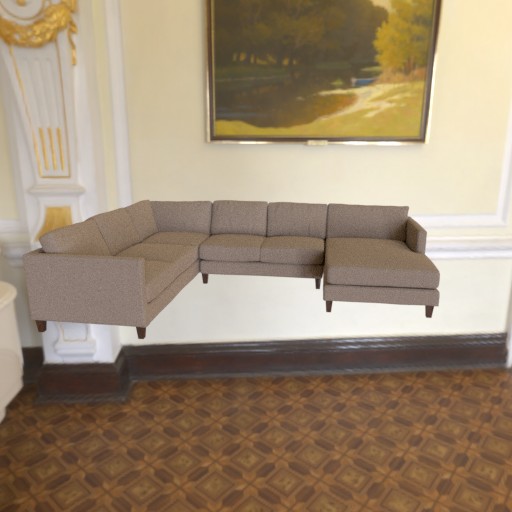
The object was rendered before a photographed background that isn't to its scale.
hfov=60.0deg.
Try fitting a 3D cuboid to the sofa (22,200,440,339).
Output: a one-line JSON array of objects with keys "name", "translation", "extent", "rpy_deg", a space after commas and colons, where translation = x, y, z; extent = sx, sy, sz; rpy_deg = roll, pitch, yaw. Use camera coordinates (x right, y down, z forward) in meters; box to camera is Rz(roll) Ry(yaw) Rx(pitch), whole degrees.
[{"name": "sofa", "translation": [0.000, 0.000, 4.508], "extent": [3.438, 0.865, 2.424], "rpy_deg": [2, 15, 8]}]
